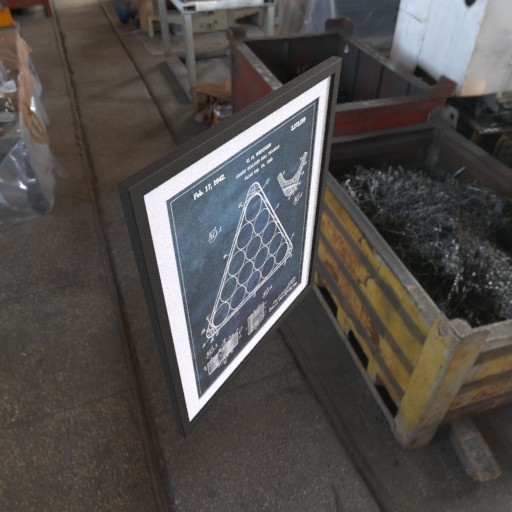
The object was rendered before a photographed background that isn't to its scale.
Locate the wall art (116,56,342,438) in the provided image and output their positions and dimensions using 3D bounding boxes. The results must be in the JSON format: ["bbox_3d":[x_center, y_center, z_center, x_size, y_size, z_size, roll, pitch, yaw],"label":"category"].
[{"bbox_3d":[0.000,0.000,1.235,0.028,0.863,0.755,25,48,25],"label":"wall art"}]
